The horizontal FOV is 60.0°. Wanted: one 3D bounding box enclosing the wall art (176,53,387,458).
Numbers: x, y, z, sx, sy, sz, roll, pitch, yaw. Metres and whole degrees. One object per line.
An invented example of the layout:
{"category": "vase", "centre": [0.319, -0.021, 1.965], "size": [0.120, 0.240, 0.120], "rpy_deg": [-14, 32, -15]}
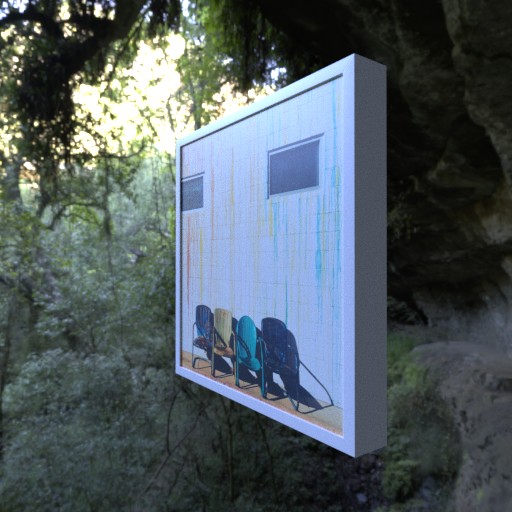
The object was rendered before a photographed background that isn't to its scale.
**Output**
{"category": "wall art", "centre": [0.000, 0.000, 0.468], "size": [0.038, 0.305, 0.305], "rpy_deg": [0, 0, -36]}
